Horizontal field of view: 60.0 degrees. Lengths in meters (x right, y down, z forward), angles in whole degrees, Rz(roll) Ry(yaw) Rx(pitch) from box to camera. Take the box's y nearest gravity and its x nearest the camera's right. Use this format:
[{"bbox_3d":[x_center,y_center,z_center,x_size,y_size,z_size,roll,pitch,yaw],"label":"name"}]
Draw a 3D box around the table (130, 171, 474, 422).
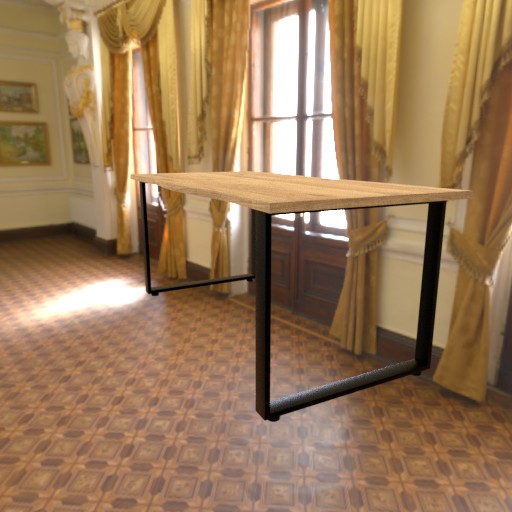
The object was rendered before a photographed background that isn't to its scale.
[{"bbox_3d":[0.000,0.000,2.311,0.900,0.780,1.800,-7,15,-27],"label":"table"}]
